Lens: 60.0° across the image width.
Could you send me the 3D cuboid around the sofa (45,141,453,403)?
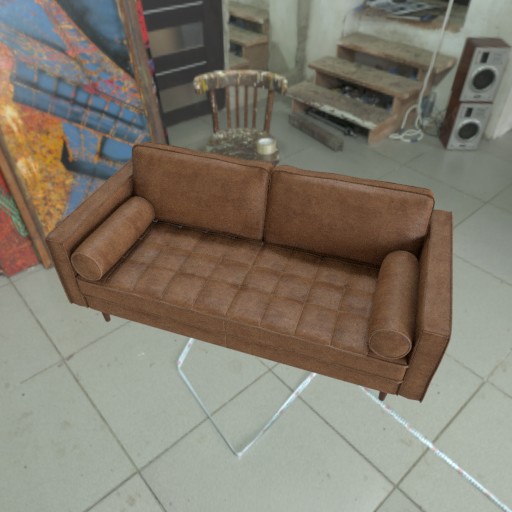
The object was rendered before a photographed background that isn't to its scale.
[{"bbox_3d":[0.000,0.000,2.379,1.920,0.825,0.924,13,42,14],"label":"sofa"}]
